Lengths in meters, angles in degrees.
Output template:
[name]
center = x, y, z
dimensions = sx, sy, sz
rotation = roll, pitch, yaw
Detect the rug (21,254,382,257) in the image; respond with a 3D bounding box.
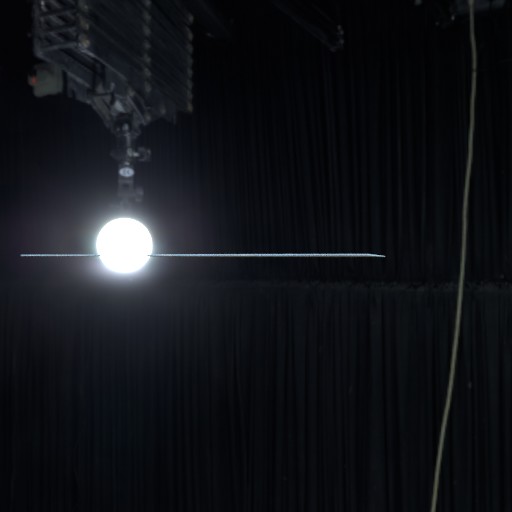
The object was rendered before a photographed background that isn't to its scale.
[rug]
center = 0.000, 0.000, 3.687
dimensions = 1.982, 0.006, 2.895
rotation = 0, 0, 18
